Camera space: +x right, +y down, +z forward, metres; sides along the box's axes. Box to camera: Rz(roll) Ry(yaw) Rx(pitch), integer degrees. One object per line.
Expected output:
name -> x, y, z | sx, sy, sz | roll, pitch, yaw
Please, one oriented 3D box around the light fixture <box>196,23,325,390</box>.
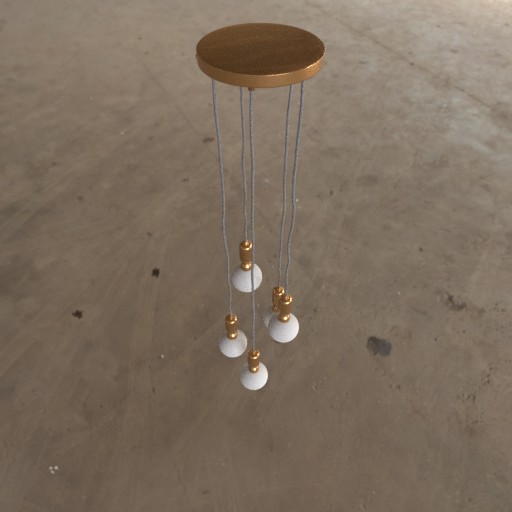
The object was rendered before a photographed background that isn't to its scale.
light fixture -> 0.000, 0.000, 0.497 | 0.105, 0.457, 0.108 | -5, 47, -5
